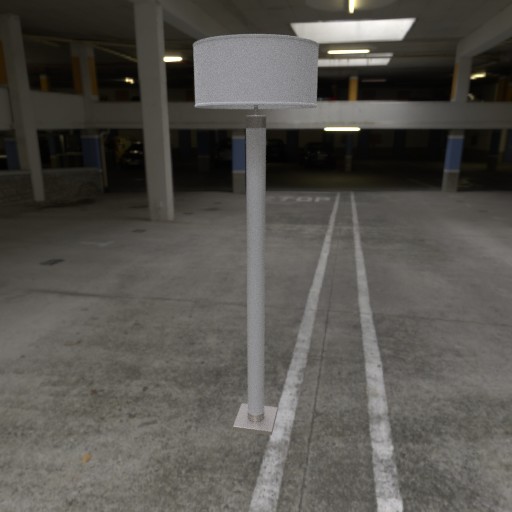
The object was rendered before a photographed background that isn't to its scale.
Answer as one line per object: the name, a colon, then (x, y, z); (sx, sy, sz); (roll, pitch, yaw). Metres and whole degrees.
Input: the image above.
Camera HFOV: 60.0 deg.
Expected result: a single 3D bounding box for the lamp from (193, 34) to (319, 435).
lamp: (0.000, 0.000, 1.685); (0.420, 1.475, 0.420); (3, 17, 11)
